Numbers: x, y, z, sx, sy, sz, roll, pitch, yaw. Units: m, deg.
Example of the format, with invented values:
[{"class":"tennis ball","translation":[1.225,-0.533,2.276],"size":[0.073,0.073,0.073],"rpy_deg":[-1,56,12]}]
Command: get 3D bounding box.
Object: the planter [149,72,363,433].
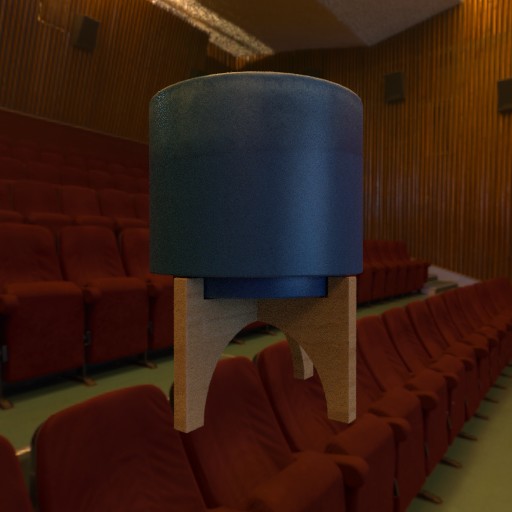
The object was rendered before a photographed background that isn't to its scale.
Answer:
[{"class":"planter","translation":[0.000,0.000,0.410],"size":[0.192,0.263,0.192],"rpy_deg":[0,0,0]}]
